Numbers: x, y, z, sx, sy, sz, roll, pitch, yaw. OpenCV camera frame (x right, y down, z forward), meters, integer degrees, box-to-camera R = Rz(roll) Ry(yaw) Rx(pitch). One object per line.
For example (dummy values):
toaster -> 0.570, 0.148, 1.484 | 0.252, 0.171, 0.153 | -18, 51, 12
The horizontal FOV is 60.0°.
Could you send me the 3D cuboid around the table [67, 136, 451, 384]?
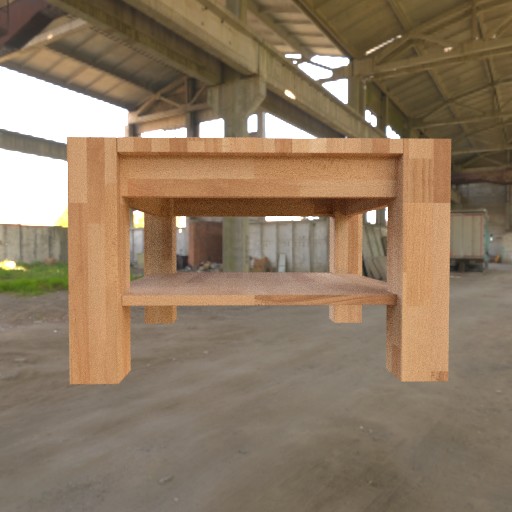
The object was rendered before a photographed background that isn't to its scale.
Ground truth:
table -> 0.000, 0.000, 1.161 | 0.700, 0.451, 0.700 | 0, 2, -2
